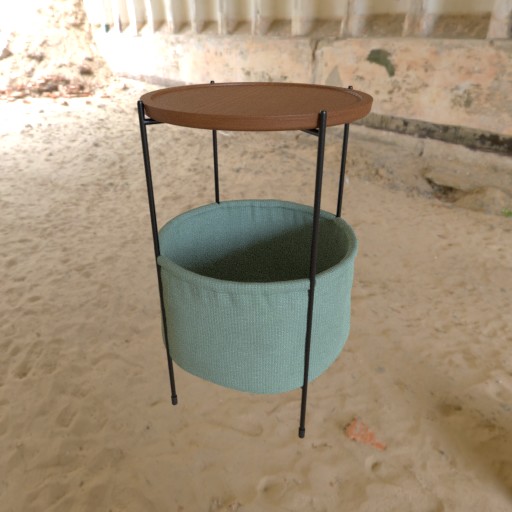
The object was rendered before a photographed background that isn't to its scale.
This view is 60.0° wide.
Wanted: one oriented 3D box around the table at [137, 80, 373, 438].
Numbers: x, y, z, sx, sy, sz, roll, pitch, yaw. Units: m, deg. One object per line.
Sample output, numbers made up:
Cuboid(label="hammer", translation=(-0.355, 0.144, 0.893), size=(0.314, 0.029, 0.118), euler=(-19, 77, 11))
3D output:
Cuboid(label="table", translation=(0.000, 0.000, 0.893), size=(0.400, 0.623, 0.400), euler=(9, 29, 16))
